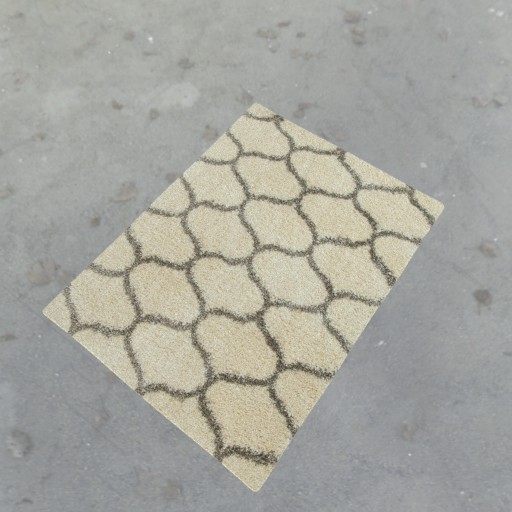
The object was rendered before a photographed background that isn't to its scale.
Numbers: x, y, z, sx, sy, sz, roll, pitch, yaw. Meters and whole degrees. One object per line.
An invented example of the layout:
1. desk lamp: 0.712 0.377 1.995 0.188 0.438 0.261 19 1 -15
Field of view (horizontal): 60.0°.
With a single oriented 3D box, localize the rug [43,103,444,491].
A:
1. rug: 0.000 0.000 2.111 1.200 0.025 1.600 33 67 16
